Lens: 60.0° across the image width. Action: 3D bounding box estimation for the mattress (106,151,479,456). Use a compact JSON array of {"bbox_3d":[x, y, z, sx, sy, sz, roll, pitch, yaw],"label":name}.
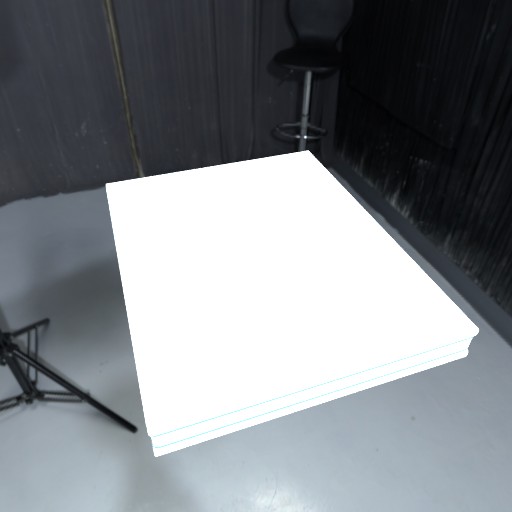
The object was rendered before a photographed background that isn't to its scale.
[{"bbox_3d":[0.000,0.000,2.734,1.600,0.230,2.000,-13,41,-15],"label":"mattress"}]
